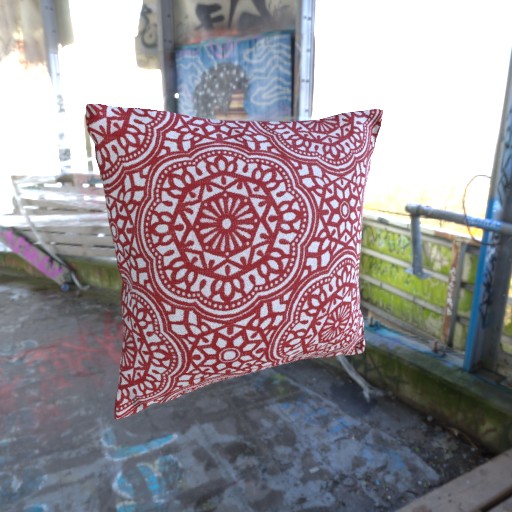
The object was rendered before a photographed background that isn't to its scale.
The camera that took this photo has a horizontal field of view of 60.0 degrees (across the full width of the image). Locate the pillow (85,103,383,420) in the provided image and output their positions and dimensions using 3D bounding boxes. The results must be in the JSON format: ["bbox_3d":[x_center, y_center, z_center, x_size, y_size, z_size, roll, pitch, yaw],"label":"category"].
[{"bbox_3d":[0.000,0.000,0.651,0.438,0.419,0.162,-8,18,-26],"label":"pillow"}]
